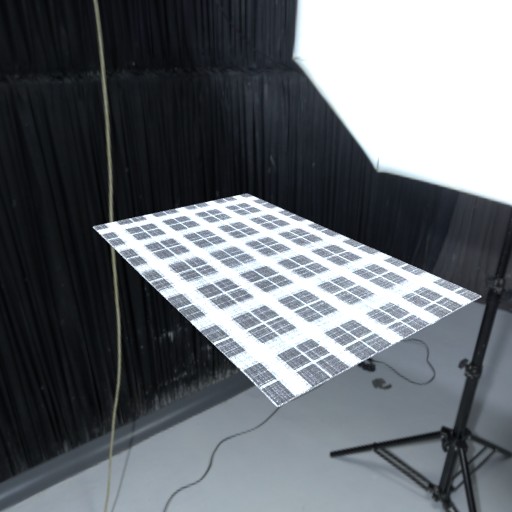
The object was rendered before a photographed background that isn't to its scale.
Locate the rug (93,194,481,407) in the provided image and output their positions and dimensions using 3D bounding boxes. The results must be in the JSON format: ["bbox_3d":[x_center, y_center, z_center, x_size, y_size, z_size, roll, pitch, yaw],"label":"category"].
[{"bbox_3d":[0.000,0.000,3.090,1.520,0.015,2.434,-17,30,-32],"label":"rug"}]
